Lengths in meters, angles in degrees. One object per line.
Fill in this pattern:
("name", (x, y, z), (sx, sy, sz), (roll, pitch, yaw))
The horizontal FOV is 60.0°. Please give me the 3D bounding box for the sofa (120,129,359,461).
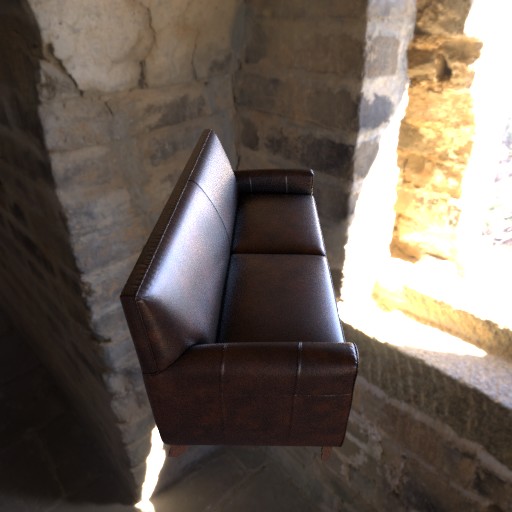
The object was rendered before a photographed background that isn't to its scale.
("sofa", (0.000, 0.000, 2.411), (0.786, 0.871, 1.995), (1, 30, 1))
